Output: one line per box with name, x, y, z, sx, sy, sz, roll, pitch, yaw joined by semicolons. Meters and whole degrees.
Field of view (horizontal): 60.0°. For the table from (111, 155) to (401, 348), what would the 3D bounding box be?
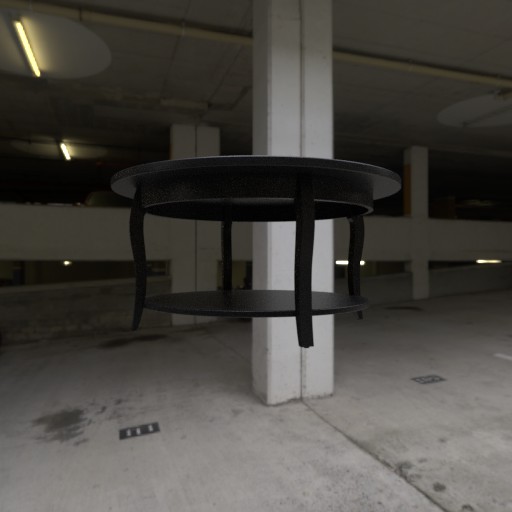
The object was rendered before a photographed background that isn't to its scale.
table;0.000;0.000;1.467;0.914;0.457;0.914;0;0;0
